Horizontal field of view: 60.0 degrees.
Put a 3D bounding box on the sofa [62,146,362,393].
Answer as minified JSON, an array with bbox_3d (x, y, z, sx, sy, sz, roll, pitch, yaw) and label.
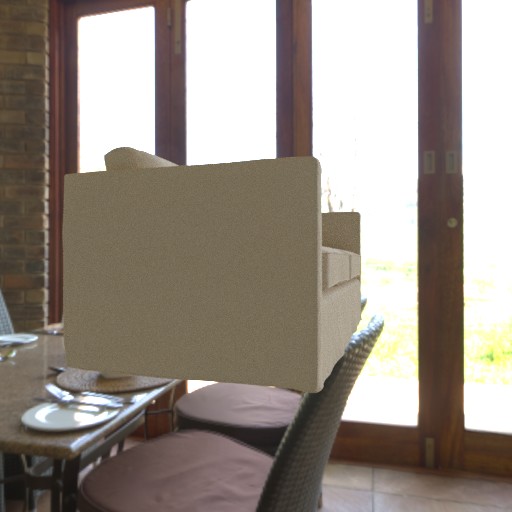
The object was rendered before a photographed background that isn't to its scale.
[{"bbox_3d":[0.000,0.000,2.283,0.962,0.834,1.746,0,-1,18],"label":"sofa"}]
